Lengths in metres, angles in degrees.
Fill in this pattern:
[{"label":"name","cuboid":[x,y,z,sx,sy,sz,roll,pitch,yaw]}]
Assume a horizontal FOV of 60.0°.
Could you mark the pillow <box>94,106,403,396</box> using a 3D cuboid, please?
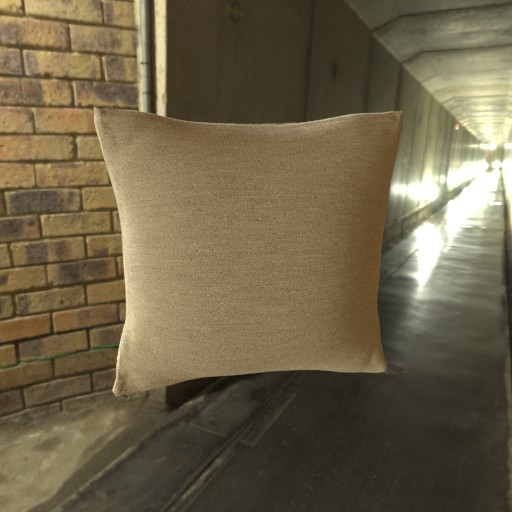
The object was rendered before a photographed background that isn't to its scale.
[{"label":"pillow","cuboid":[0.000,0.000,0.660,0.440,0.419,0.162,-2,14,-9]}]
